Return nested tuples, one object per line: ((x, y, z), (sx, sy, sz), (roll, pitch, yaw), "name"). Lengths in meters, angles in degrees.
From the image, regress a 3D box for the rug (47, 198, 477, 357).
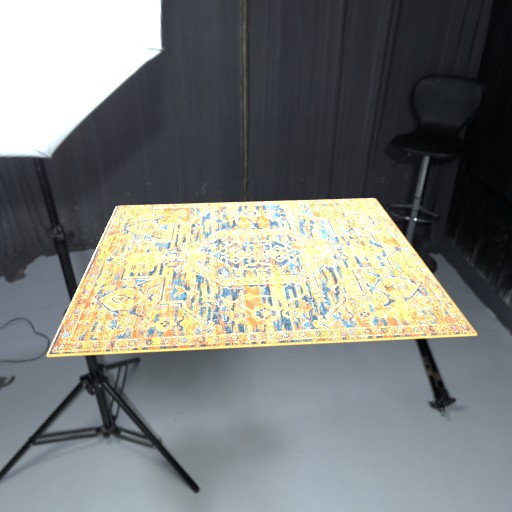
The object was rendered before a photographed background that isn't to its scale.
((0.000, 0.000, 4.146), (3.040, 0.031, 2.435), (-2, 31, -4), "rug")
